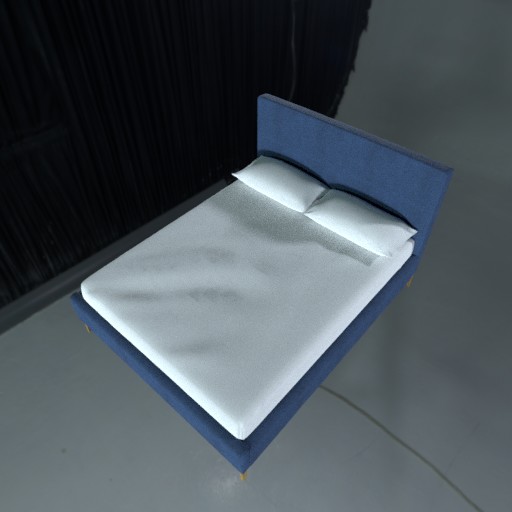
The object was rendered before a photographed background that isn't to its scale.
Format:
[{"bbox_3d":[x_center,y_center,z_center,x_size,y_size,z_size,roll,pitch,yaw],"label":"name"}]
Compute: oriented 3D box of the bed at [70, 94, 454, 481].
[{"bbox_3d":[0.000,0.000,3.256,1.723,1.231,2.172,32,54,28],"label":"bed"}]
